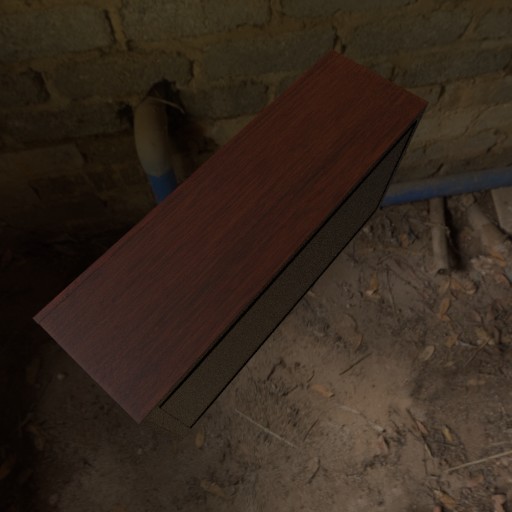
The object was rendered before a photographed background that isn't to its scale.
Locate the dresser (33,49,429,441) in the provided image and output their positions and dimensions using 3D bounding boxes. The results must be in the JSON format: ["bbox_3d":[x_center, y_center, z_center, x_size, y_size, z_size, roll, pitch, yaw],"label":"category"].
[{"bbox_3d":[0.000,0.000,2.039,0.499,0.971,1.609,37,70,16],"label":"dresser"}]
